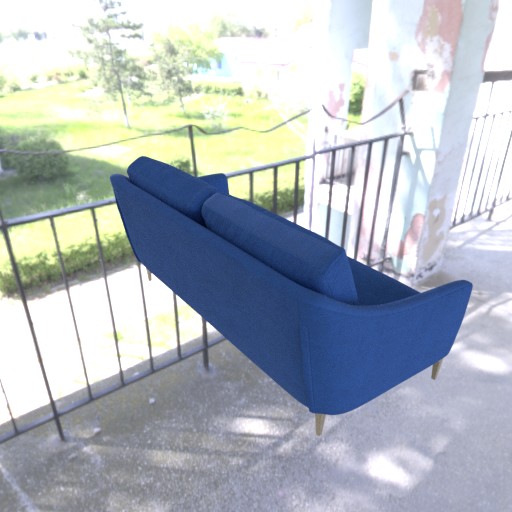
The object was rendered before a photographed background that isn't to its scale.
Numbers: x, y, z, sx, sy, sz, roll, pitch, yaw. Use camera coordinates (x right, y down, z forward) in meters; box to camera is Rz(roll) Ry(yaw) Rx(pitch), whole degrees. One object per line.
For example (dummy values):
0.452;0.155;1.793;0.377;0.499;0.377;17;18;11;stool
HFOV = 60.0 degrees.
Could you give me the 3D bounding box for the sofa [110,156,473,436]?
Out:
0.000;0.000;2.519;0.960;0.903;2.036;-20;34;-33;sofa
